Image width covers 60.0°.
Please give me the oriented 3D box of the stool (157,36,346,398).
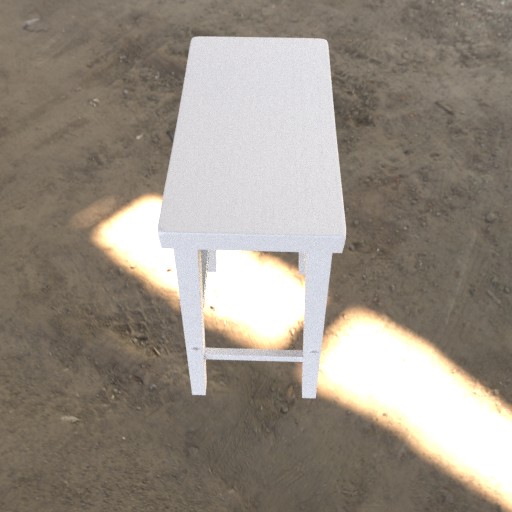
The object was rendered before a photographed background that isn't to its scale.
[{"bbox_3d":[0.000,0.000,0.953,0.322,0.742,0.406,1,58,1],"label":"stool"}]
